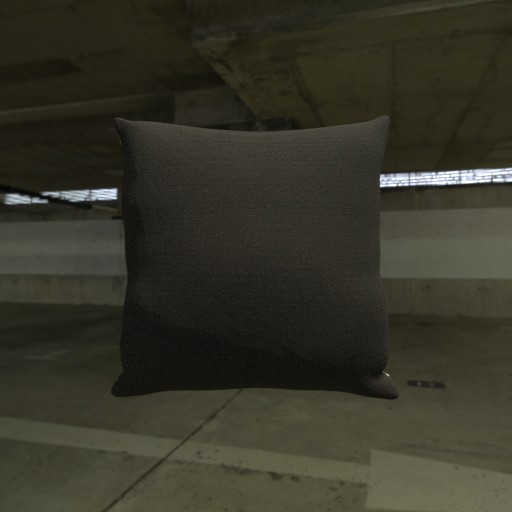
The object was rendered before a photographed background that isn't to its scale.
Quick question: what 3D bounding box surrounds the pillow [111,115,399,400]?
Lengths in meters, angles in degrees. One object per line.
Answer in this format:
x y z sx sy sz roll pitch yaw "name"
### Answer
0.000 0.000 0.688 0.440 0.441 0.182 0 -1 -2 "pillow"
